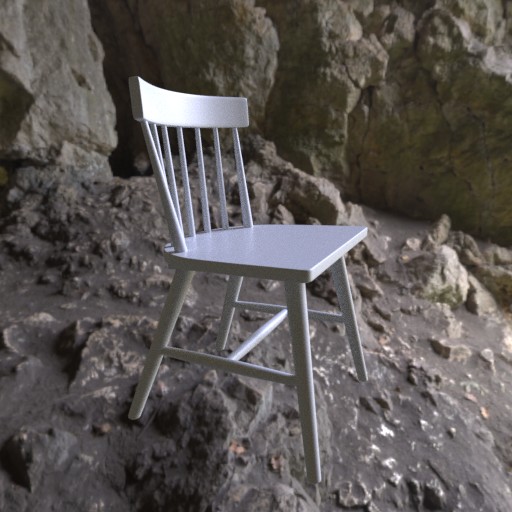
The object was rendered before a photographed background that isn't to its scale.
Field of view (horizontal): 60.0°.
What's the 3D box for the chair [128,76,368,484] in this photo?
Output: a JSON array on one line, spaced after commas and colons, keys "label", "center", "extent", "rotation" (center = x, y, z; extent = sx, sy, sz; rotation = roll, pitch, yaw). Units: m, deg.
[{"label": "chair", "center": [0.000, 0.000, 1.090], "extent": [0.500, 0.787, 0.483], "rotation": [7, 16, 25]}]
